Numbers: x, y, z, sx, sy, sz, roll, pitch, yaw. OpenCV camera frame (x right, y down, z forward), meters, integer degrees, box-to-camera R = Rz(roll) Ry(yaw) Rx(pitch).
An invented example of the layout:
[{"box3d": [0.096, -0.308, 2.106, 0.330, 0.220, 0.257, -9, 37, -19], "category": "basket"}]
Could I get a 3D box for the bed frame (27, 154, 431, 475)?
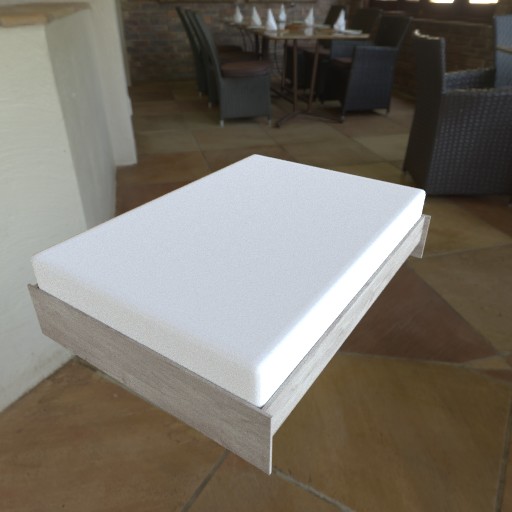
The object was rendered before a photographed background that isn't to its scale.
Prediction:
[{"box3d": [0.000, 0.000, 2.593, 1.445, 0.497, 1.945, 19, 36, 29], "category": "bed frame"}]
